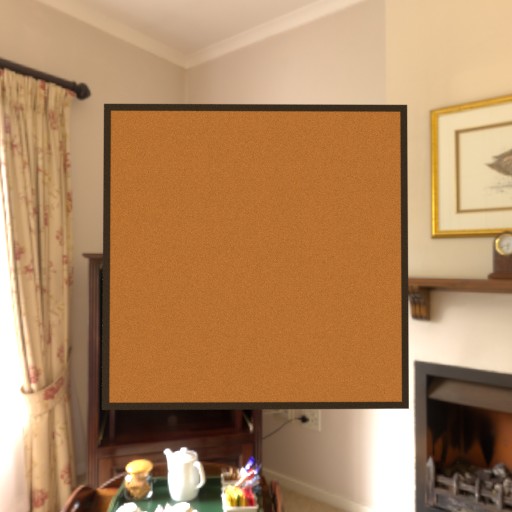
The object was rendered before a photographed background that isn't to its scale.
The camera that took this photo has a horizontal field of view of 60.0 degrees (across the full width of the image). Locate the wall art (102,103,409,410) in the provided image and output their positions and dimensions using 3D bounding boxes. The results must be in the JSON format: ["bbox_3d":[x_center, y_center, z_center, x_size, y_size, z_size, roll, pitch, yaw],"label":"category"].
[{"bbox_3d":[0.000,0.000,1.126,0.763,0.763,0.038,0,-1,-1],"label":"wall art"}]
